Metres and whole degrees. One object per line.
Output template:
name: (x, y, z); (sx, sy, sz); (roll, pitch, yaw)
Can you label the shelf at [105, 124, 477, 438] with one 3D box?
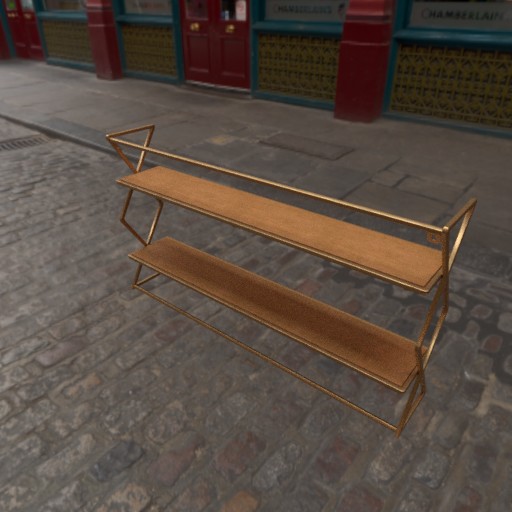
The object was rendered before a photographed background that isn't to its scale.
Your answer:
shelf: (0.000, 0.000, 1.017); (0.822, 0.450, 0.150); (22, 36, 33)
